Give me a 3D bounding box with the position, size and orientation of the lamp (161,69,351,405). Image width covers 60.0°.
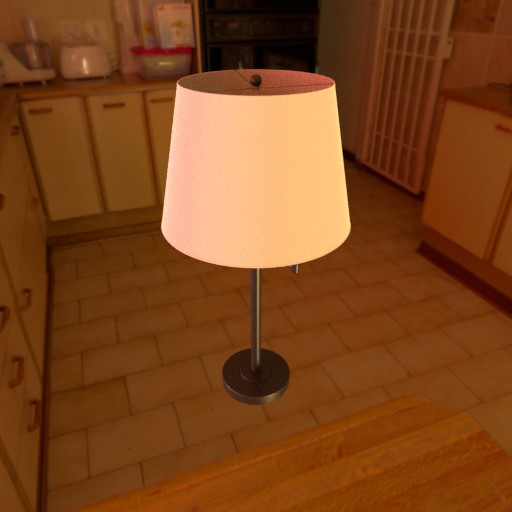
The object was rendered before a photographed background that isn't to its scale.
[{"bbox_3d":[0.000,0.000,0.908,0.363,0.696,0.363,0,30,0],"label":"lamp"}]
